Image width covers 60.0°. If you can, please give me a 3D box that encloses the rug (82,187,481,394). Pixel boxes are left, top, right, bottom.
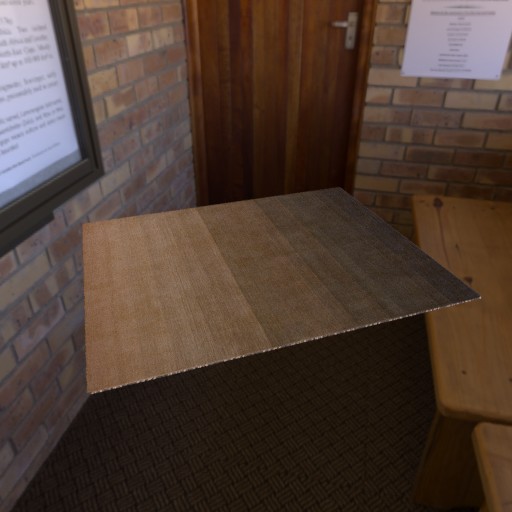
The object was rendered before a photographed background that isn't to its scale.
[{"bbox_3d":[0.000,0.000,3.932,2.902,0.017,2.305,-10,33,-16],"label":"rug"}]
